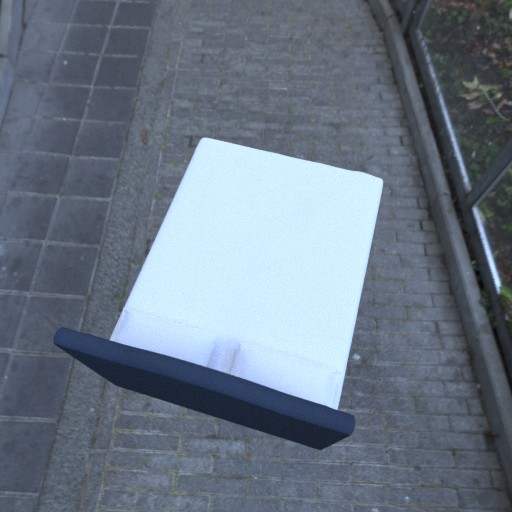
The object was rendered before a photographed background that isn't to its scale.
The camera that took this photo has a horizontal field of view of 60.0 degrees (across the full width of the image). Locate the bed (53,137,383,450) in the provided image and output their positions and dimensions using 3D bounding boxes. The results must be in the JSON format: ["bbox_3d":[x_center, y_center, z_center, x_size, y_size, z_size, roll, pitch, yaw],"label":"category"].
[{"bbox_3d":[0.000,0.000,3.400,1.821,1.436,2.282,15,64,7],"label":"bed"}]
